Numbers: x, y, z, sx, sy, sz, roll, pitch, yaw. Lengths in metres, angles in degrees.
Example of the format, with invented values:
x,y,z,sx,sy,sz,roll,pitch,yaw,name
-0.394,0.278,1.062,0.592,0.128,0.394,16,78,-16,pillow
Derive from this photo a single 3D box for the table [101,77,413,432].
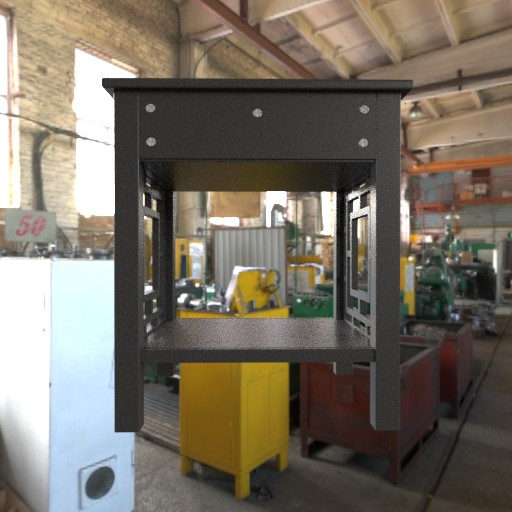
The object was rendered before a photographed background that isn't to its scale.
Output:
x,y,z,sx,sy,sz,roll,pitch,yaw,name
0.000,0.000,1.027,0.564,0.646,0.451,0,0,-1,table
